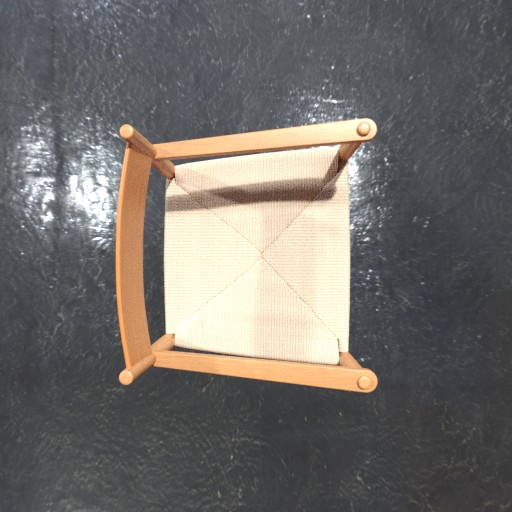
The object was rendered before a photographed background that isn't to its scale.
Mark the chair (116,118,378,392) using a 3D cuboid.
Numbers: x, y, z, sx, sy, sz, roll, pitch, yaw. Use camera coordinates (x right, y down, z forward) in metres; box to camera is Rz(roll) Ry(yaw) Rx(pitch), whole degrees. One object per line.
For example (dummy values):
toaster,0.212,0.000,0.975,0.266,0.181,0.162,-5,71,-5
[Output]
chair,0.000,0.000,1.140,0.495,0.762,0.556,0,90,0
